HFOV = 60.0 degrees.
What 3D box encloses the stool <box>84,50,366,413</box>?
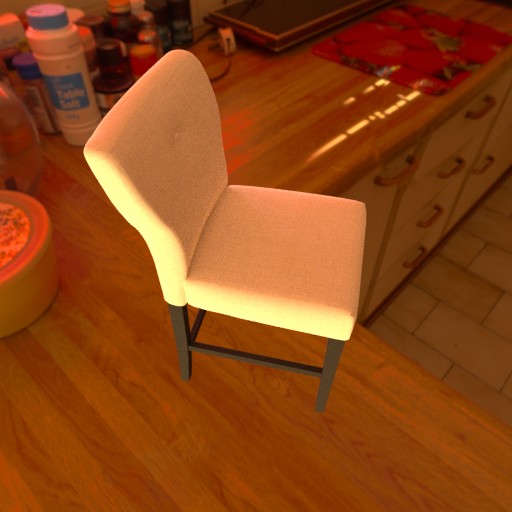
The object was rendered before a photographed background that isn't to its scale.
[{"bbox_3d":[0.000,0.000,1.307,0.603,0.972,0.514,10,48,9],"label":"stool"}]
